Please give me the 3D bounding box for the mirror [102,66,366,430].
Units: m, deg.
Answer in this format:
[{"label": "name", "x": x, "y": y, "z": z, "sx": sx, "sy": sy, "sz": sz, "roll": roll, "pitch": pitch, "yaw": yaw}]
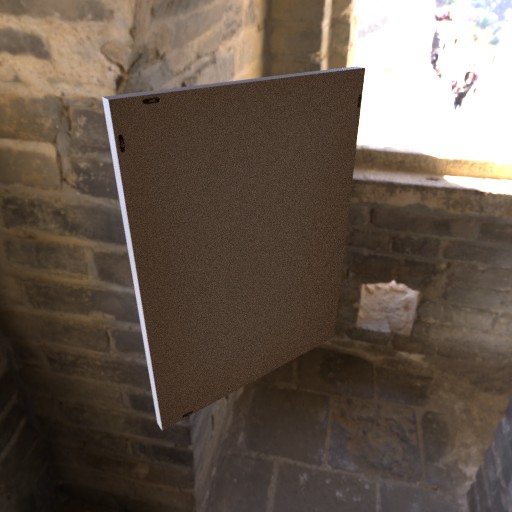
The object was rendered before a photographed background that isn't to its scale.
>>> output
[{"label": "mirror", "x": 0.000, "y": 0.000, "z": 1.359, "sx": 0.762, "sy": 1.016, "sz": 0.041, "roll": -20, "pitch": 36, "yaw": -30}]
